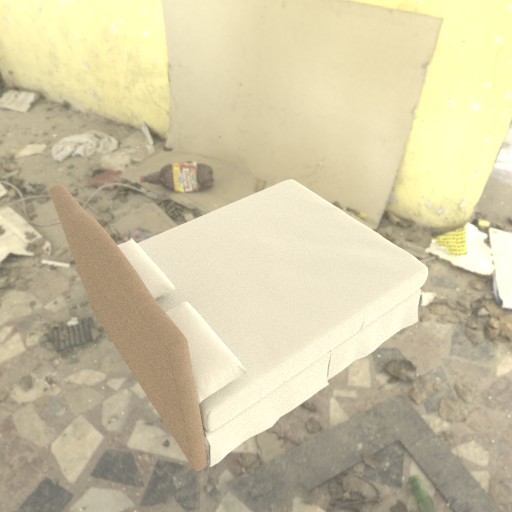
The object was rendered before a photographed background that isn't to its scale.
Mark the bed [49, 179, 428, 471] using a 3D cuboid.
[{"bbox_3d":[0.000,0.000,3.456,2.282,1.436,1.821,-27,48,-27],"label":"bed"}]
